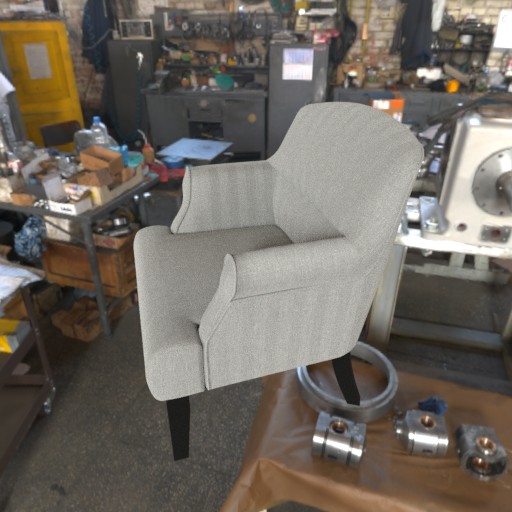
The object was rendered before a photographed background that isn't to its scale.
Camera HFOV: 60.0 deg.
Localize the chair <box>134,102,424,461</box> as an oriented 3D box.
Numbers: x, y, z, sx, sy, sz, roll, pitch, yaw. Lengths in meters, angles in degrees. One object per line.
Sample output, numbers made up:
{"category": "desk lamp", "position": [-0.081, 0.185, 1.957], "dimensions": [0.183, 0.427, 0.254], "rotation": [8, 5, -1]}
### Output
{"category": "chair", "position": [0.000, 0.000, 1.413], "dimensions": [0.755, 0.880, 0.772], "rotation": [-8, 30, -14]}
